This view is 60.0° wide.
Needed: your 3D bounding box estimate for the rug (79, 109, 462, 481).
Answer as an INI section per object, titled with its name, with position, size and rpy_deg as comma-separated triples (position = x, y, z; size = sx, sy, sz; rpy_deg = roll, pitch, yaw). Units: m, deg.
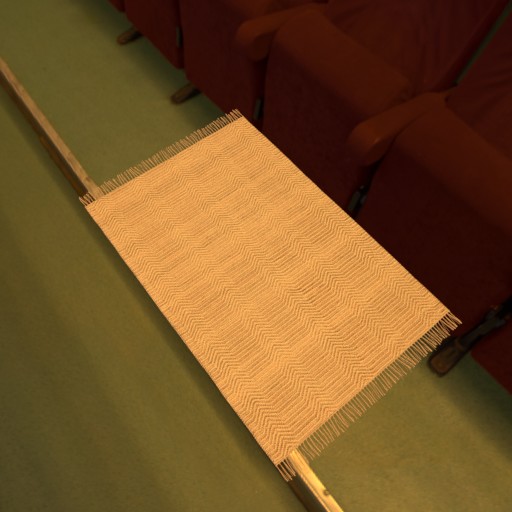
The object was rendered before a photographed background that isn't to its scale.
[rug]
position = 0.000, 0.000, 2.552
size = 1.224, 0.027, 2.021
rpy_deg = -35, 67, -17
